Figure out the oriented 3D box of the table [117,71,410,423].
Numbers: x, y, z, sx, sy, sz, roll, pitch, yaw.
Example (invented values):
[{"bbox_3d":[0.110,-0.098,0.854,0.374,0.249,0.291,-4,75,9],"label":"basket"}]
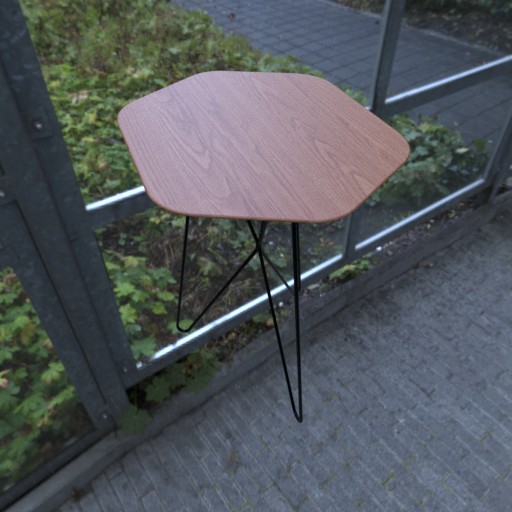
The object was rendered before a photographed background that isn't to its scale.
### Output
[{"bbox_3d":[0.000,0.000,0.896,0.400,0.562,0.500,-16,46,-17],"label":"table"}]
